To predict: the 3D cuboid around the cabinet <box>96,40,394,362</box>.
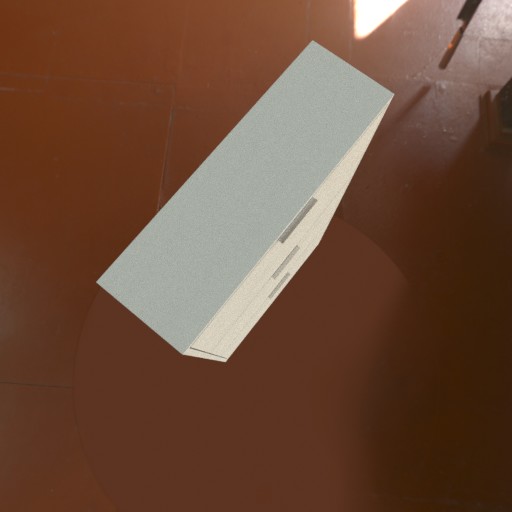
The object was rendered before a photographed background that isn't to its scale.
[{"bbox_3d":[0.000,0.000,1.589,0.250,1.280,0.750,38,79,9],"label":"cabinet"}]
